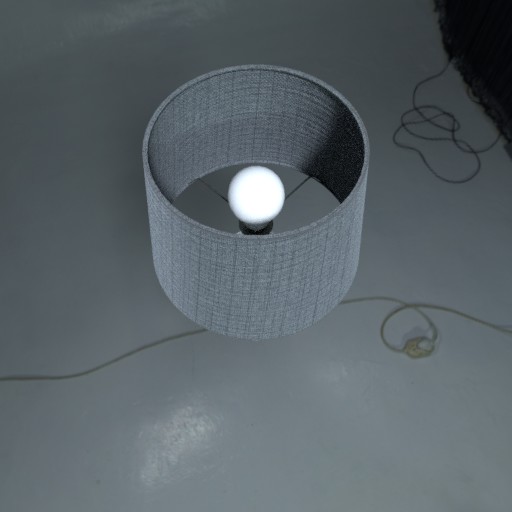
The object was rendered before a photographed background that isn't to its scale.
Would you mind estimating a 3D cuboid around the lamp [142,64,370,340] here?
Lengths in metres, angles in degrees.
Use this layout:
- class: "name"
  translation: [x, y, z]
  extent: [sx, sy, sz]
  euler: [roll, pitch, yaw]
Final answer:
- class: "lamp"
  translation: [0.000, 0.000, 0.578]
  extent: [0.251, 0.429, 0.251]
  euler: [0, 62, 0]
